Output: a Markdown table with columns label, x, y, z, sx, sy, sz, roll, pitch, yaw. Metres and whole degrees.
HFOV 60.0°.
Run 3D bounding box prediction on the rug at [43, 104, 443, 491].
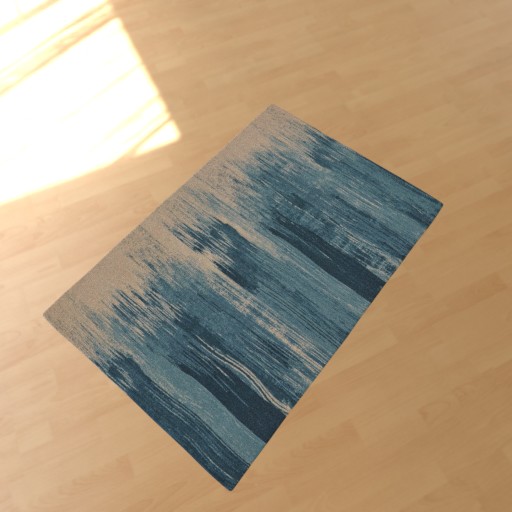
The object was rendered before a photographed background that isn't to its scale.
| label | x | y | z | sx | sy | sz | roll | pitch | yaw |
| --- | --- | --- | --- | --- | --- | --- | --- | --- | --- |
| rug | 0.000 | 0.000 | 2.320 | 1.232 | 0.009 | 1.836 | 36 | 68 | 17 |
